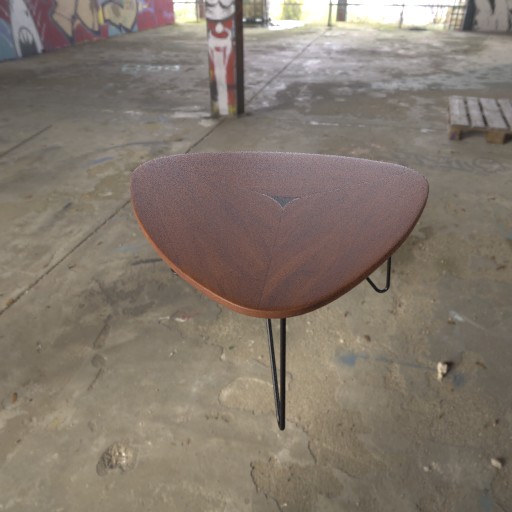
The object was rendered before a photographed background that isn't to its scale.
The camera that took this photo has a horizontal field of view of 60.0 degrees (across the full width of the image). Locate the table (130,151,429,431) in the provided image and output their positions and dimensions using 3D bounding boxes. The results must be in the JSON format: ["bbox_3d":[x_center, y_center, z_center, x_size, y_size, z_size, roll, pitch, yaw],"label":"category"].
[{"bbox_3d":[0.000,0.000,1.305,0.821,0.413,0.833,21,38,29],"label":"table"}]
